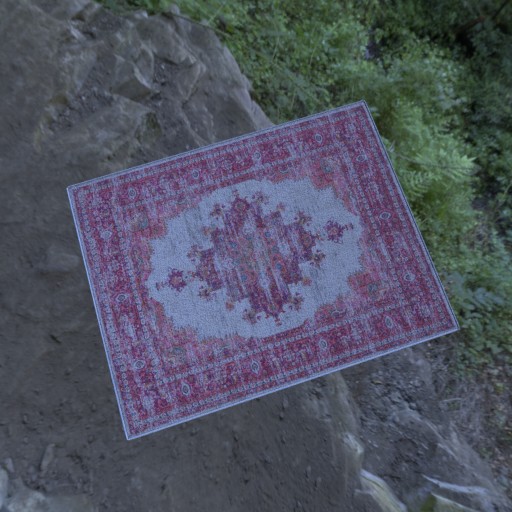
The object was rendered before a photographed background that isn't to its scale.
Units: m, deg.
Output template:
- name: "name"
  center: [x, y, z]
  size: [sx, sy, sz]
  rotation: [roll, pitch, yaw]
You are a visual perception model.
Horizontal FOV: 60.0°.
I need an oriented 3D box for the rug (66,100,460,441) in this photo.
- name: "rug"
  center: [0.000, 0.000, 4.178]
  size: [3.123, 0.017, 2.447]
  rotation: [-17, 78, -4]
